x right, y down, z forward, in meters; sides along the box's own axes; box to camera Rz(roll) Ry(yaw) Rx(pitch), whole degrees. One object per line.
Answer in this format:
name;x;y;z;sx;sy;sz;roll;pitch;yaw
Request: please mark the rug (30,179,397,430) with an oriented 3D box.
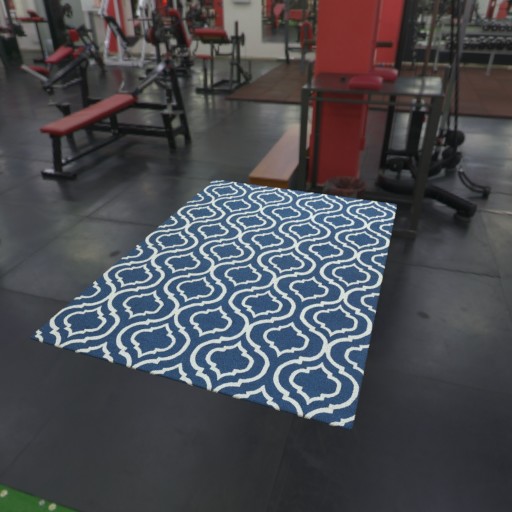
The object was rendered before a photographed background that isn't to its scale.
rug;0.000;0.000;2.740;1.524;0.010;2.134;10;33;17
